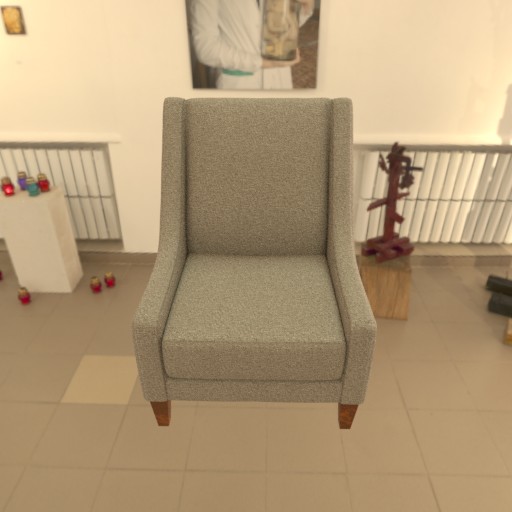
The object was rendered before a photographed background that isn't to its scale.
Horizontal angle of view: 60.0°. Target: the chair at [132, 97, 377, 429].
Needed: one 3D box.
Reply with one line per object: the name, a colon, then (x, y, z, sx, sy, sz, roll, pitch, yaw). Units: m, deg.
chair: (0.000, 0.000, 1.686, 0.774, 1.016, 0.870, 1, 30, 1)
